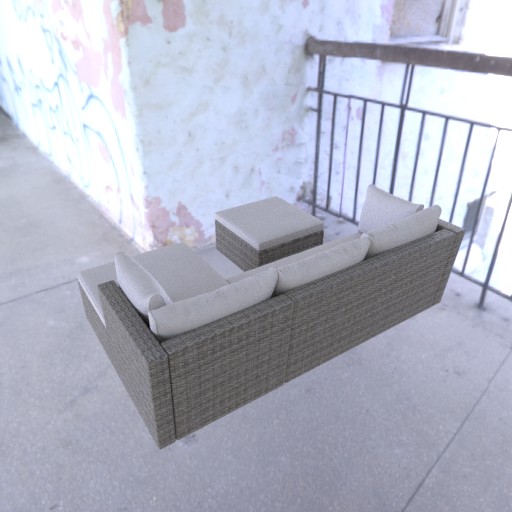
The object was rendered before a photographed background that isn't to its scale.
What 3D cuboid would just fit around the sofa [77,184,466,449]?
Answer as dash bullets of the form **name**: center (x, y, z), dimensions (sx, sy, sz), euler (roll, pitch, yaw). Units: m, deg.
- **sofa**: center (0.000, 0.000, 3.071), dimensions (2.192, 0.766, 1.662), euler (-19, 35, -29)
